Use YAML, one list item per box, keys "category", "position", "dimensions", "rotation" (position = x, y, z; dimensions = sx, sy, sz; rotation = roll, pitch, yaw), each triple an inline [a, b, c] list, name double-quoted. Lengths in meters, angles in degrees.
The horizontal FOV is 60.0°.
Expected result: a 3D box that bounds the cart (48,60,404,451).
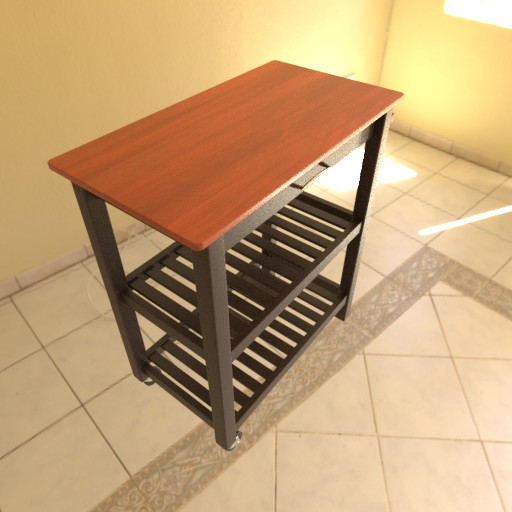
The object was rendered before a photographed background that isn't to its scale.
- category: "cart"
  position: [0.000, 0.000, 1.426]
  dimensions: [0.457, 0.927, 0.899]
  rotation: [28, 49, 27]
